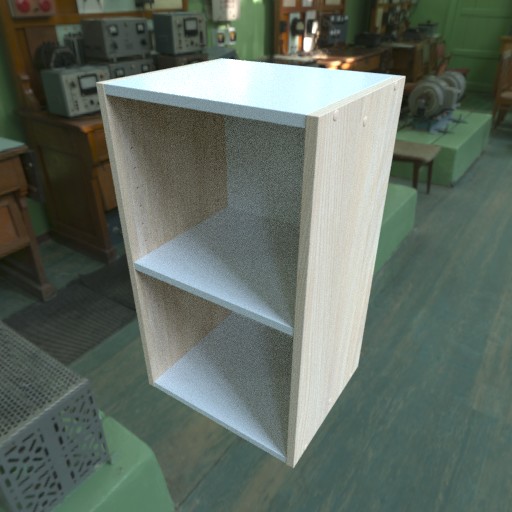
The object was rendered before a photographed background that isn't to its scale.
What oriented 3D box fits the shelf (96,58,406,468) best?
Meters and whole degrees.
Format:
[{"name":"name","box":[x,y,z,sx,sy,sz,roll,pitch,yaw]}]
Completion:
[{"name":"shelf","box":[0.000,0.000,0.799,0.350,0.600,0.290,19,36,28]}]
